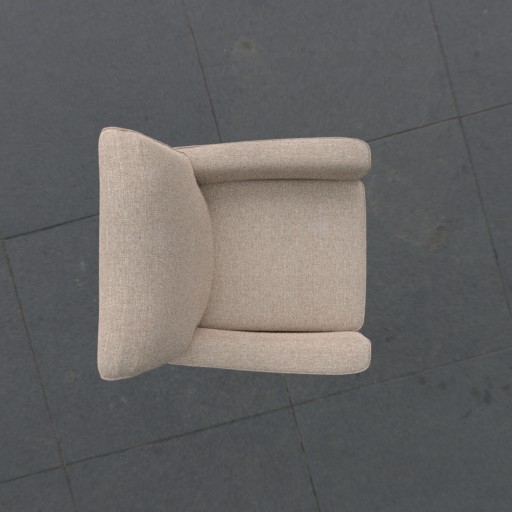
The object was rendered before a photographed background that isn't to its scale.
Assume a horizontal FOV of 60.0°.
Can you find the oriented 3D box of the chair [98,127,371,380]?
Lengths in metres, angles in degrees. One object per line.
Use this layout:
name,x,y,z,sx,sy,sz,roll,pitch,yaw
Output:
chair,0.000,0.000,1.651,0.858,1.028,0.841,0,90,0
